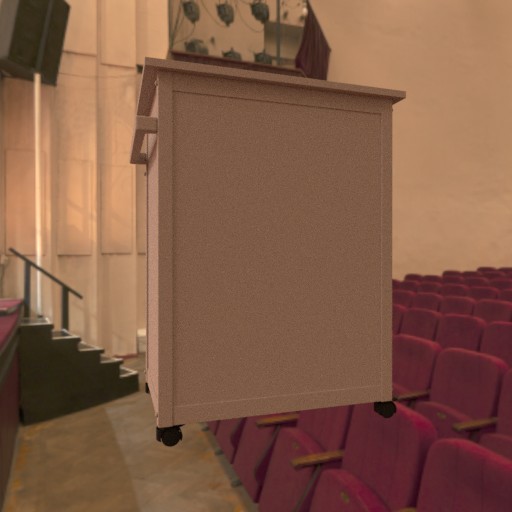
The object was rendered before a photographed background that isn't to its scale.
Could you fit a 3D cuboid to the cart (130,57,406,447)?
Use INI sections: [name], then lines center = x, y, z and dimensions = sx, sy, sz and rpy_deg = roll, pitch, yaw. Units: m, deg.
[cart]
center = 0.000, 0.000, 1.268
dimensions = 0.683, 0.864, 0.442
rpy_deg = 0, 0, -18
